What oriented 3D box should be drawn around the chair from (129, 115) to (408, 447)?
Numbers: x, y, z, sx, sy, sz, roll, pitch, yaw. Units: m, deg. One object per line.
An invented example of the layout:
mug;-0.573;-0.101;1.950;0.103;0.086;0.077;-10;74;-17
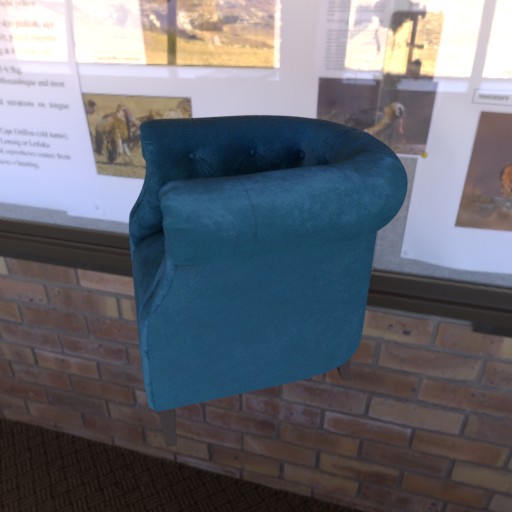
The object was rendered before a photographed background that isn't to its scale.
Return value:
chair;0.000;0.000;1.542;0.851;0.826;0.904;-8;30;-14
